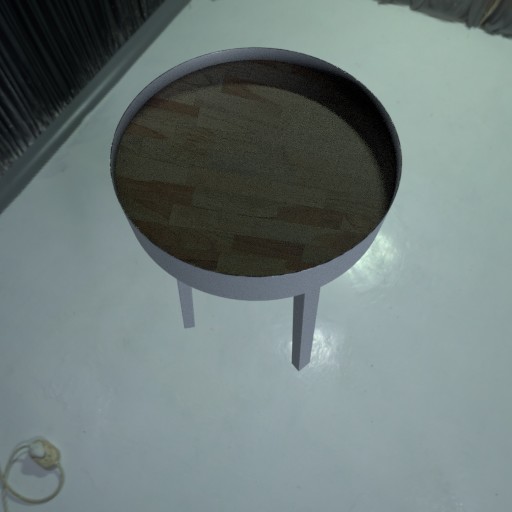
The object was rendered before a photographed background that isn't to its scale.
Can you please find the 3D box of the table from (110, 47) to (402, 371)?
[{"bbox_3d":[0.000,0.000,0.928,0.406,0.686,0.406,19,65,10],"label":"table"}]
